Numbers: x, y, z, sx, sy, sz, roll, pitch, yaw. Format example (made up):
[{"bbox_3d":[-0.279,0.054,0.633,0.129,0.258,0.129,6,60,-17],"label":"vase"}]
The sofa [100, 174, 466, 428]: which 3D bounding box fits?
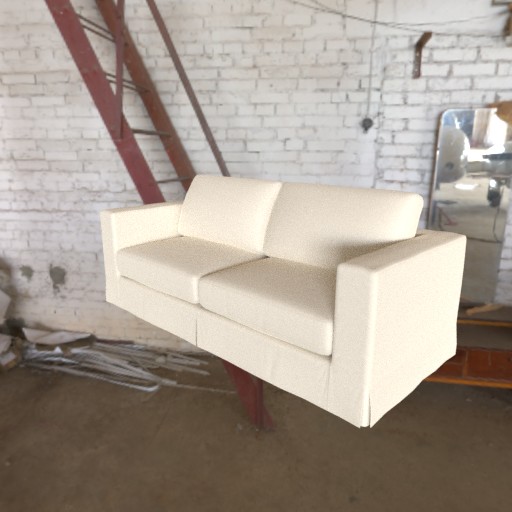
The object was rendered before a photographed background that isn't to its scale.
[{"bbox_3d":[0.000,0.000,2.725,2.163,0.881,0.954,14,20,42],"label":"sofa"}]
